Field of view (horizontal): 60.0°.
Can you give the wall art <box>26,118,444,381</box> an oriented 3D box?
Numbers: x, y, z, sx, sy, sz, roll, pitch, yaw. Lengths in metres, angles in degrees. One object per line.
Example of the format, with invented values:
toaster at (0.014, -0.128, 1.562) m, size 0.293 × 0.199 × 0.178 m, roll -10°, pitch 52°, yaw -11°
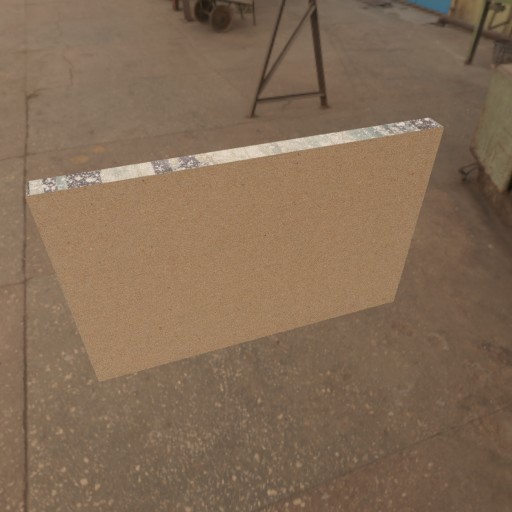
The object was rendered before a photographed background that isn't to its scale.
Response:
wall art at (0.000, 0.000, 0.768) m, size 0.618 × 0.398 × 0.042 m, roll -12°, pitch 42°, yaw -14°
